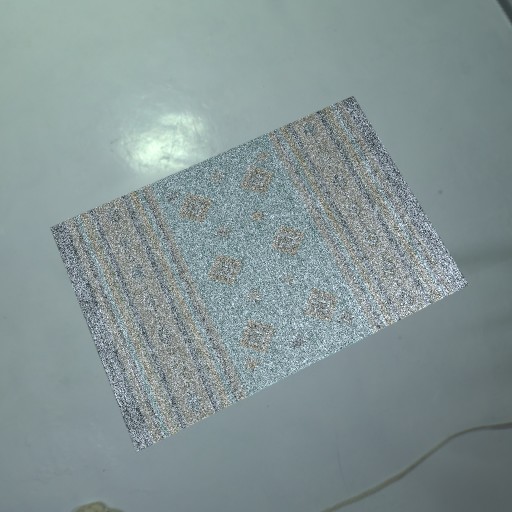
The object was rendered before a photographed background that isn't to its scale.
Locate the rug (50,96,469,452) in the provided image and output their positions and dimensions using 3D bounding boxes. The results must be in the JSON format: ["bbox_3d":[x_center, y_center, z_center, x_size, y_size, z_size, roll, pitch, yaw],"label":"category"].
[{"bbox_3d":[0.000,0.000,2.287,1.811,0.010,1.212,-25,77,-6],"label":"rug"}]
